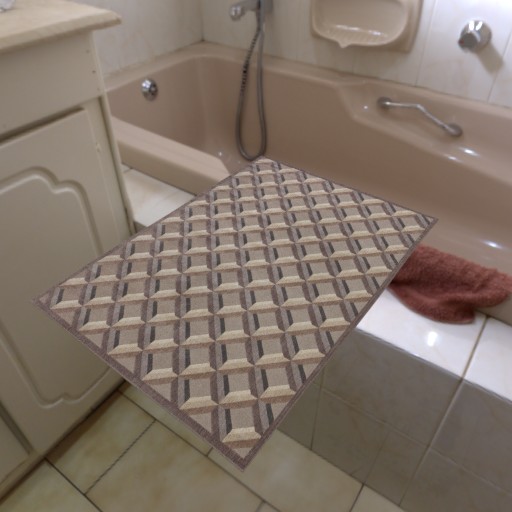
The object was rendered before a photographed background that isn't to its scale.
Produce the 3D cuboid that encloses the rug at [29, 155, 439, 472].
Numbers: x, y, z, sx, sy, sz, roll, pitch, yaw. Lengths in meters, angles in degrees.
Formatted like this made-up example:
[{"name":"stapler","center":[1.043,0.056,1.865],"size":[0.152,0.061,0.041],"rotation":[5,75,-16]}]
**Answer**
[{"name":"rug","center":[0.000,0.000,2.884],"size":[1.600,0.013,2.260],"rotation":[26,47,28]}]
